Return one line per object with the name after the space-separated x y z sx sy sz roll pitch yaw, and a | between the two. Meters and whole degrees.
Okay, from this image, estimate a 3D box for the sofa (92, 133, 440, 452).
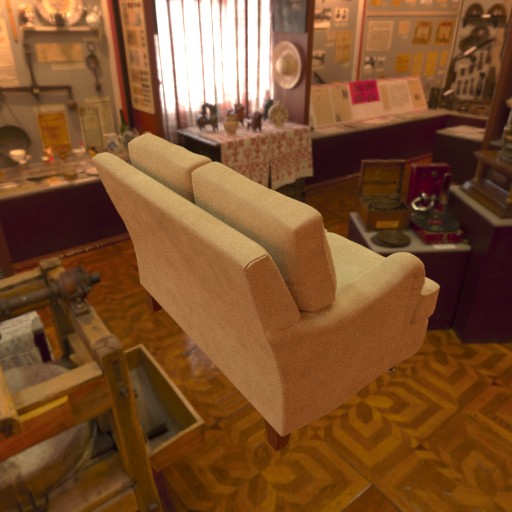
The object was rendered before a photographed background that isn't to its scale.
0.000 0.000 2.263 1.086 1.087 1.498 -18 33 -31 | sofa
